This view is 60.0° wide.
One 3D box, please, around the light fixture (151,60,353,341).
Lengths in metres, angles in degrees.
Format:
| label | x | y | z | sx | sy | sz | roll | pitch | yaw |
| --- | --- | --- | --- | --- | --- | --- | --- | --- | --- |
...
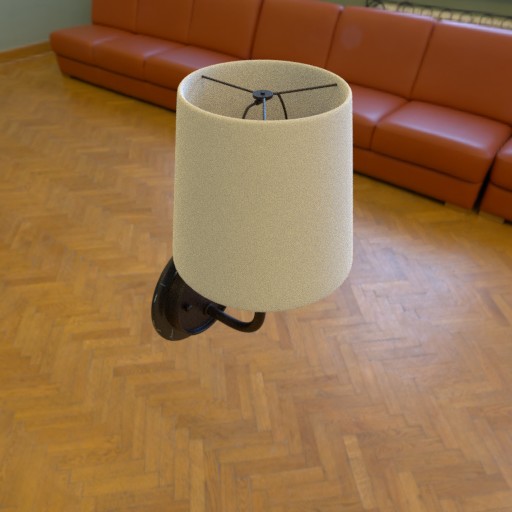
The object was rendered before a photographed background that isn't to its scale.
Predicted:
| label | x | y | z | sx | sy | sz | roll | pitch | yaw |
| --- | --- | --- | --- | --- | --- | --- | --- | --- | --- |
| light fixture | 0.000 | 0.000 | 0.440 | 0.188 | 0.337 | 0.168 | 26 | 47 | 27 |
